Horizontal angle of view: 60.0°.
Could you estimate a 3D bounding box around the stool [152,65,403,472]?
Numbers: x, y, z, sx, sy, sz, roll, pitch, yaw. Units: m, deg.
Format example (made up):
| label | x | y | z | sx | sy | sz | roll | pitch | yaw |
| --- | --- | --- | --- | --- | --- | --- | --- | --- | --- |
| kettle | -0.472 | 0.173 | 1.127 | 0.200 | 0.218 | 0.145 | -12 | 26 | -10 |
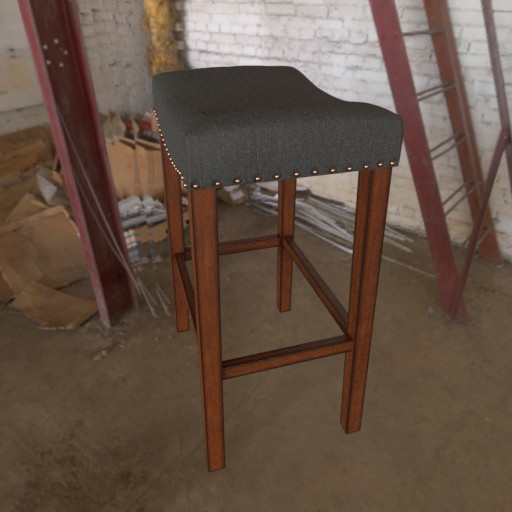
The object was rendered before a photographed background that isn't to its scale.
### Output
| label | x | y | z | sx | sy | sz | roll | pitch | yaw |
| --- | --- | --- | --- | --- | --- | --- | --- | --- | --- |
| stool | 0.000 | 0.000 | 1.014 | 0.366 | 0.748 | 0.502 | -9 | 33 | -14 |
